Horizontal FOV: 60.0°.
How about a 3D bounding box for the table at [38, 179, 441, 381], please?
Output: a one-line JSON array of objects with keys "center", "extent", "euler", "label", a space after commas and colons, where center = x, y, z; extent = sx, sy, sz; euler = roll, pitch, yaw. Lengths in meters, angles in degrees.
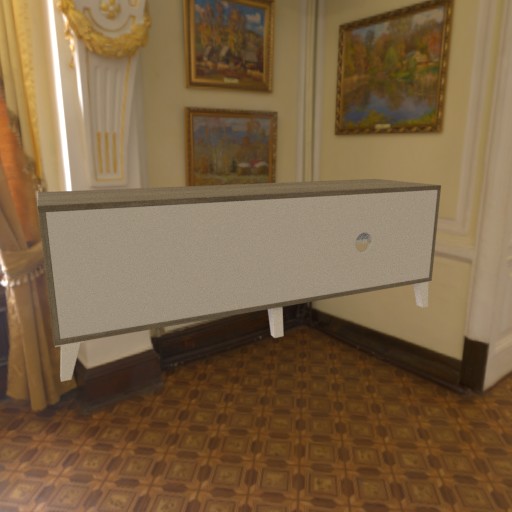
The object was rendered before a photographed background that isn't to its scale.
[{"center": [0.000, 0.000, 1.752], "extent": [1.500, 0.530, 0.400], "euler": [-7, 15, -25], "label": "table"}]
